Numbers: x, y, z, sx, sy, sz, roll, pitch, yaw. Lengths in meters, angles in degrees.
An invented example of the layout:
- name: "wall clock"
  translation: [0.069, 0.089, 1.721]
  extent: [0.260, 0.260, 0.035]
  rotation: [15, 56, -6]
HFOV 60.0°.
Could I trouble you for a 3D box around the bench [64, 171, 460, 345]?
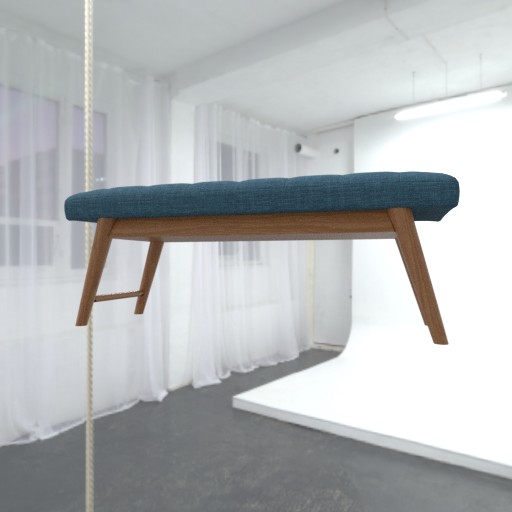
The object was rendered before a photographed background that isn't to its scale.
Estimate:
- name: "bench"
  translation: [0.000, 0.000, 1.382]
  extent: [1.118, 0.432, 0.406]
  rotation: [0, -1, 17]
